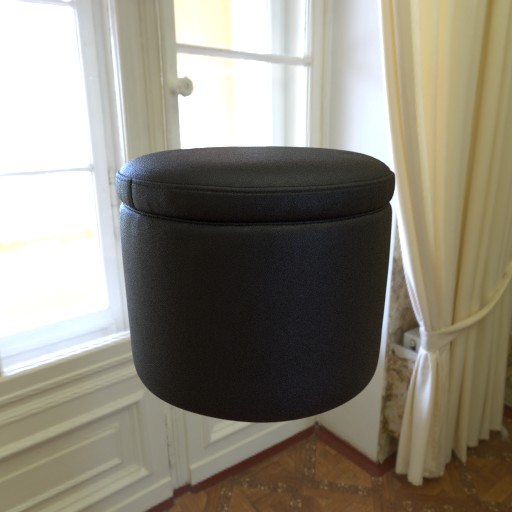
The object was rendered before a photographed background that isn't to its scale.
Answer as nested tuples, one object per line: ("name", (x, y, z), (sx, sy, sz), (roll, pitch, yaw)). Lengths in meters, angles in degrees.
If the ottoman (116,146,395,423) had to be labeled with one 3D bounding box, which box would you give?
("ottoman", (0.000, 0.000, 0.872), (0.501, 0.409, 0.501), (0, 17, 0))
